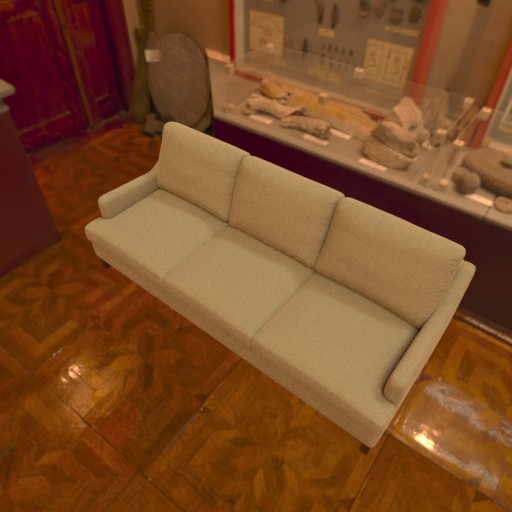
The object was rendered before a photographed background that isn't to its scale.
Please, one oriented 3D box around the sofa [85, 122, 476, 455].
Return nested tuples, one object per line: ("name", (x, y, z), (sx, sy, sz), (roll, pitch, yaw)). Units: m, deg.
("sofa", (0.000, 0.000, 2.822), (2.321, 0.913, 1.000), (29, 52, 26))
